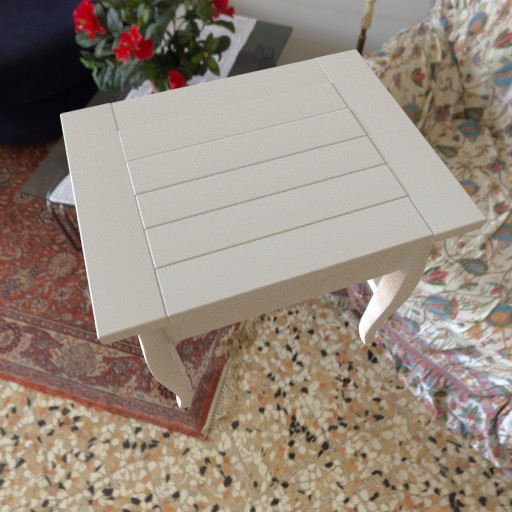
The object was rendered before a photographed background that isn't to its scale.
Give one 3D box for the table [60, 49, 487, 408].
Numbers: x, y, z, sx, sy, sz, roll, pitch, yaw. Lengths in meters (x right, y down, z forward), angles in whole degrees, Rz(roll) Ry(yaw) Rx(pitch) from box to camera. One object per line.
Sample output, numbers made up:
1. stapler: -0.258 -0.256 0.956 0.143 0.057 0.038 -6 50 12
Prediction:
1. table: 0.000 0.000 1.002 0.599 0.605 0.463 -16 60 -10
